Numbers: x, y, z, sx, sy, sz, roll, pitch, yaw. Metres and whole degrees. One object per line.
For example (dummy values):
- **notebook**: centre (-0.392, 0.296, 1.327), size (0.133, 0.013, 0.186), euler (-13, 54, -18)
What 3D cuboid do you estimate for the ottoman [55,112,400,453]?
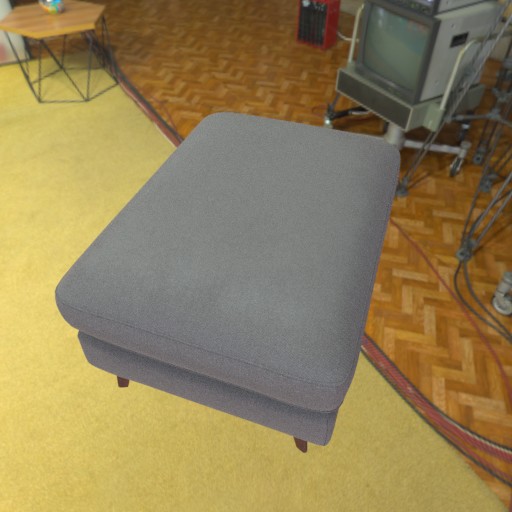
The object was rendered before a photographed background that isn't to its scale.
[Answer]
- **ottoman**: centre (0.000, 0.000, 1.159), size (0.608, 0.449, 0.811), euler (14, 47, 14)
